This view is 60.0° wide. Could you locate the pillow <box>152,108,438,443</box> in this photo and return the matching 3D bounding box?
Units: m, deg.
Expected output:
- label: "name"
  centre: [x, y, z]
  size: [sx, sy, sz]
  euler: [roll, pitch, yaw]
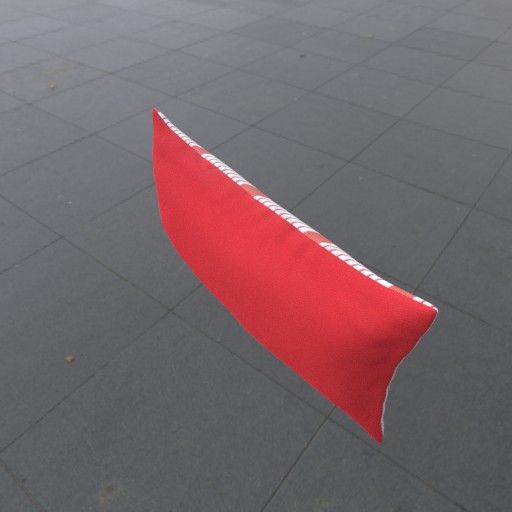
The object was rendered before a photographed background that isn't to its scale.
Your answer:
- label: "pillow"
  centre: [0.000, 0.000, 0.721]
  size: [0.151, 0.297, 0.608]
  euler: [-27, 49, -27]
